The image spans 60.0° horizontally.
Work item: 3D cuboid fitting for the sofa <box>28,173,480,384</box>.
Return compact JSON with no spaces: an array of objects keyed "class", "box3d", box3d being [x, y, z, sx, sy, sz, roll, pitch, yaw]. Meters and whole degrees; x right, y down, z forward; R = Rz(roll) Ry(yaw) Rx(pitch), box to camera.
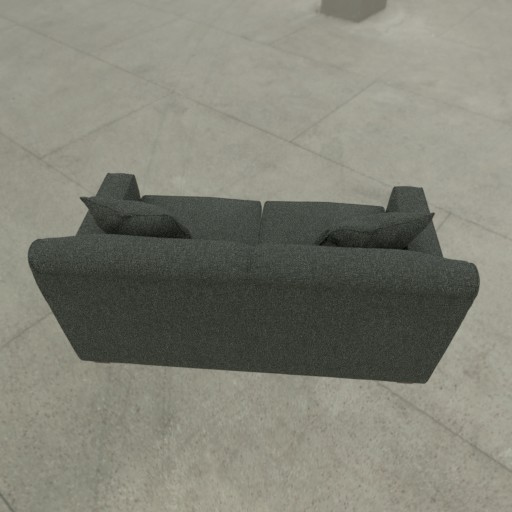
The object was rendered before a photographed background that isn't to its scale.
[{"class":"sofa","box3d":[0.000,0.000,2.379,1.846,0.958,0.998,3,47,3]}]
